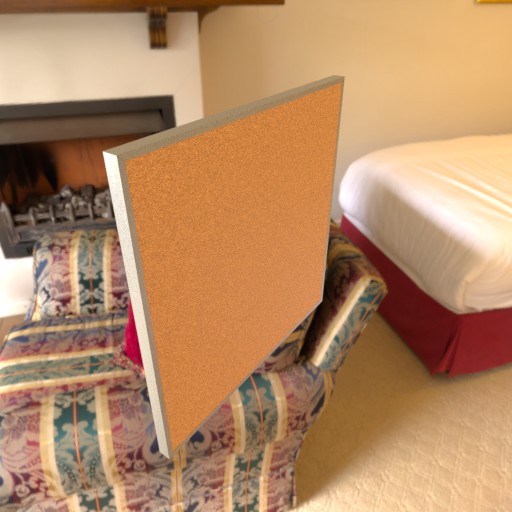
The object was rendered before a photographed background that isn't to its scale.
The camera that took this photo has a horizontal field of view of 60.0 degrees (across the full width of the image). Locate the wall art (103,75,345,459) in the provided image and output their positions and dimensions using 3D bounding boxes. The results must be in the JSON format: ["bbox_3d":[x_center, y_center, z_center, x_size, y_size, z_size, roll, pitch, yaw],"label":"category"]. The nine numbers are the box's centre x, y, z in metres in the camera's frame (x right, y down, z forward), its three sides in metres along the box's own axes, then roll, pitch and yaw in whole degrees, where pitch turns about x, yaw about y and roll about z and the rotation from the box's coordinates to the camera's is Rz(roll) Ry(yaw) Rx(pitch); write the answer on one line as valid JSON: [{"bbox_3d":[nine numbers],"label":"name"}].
[{"bbox_3d":[0.000,0.000,1.208,0.038,0.807,0.809,21,38,30],"label":"wall art"}]
